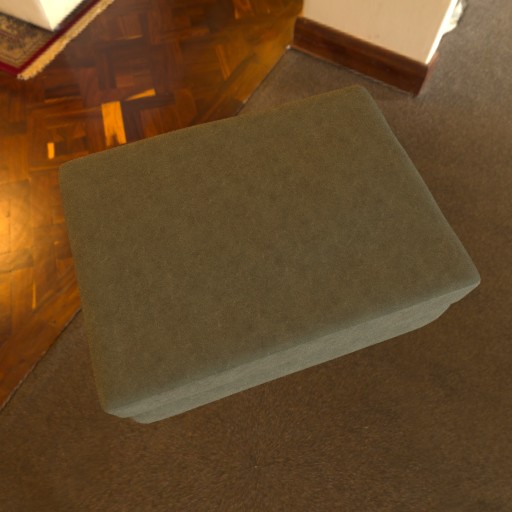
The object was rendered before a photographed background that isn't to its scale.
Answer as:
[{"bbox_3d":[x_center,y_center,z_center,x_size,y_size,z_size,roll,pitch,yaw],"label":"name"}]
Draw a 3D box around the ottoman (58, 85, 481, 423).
[{"bbox_3d":[0.000,0.000,1.205,0.839,0.464,0.639,-17,66,-8],"label":"ottoman"}]
